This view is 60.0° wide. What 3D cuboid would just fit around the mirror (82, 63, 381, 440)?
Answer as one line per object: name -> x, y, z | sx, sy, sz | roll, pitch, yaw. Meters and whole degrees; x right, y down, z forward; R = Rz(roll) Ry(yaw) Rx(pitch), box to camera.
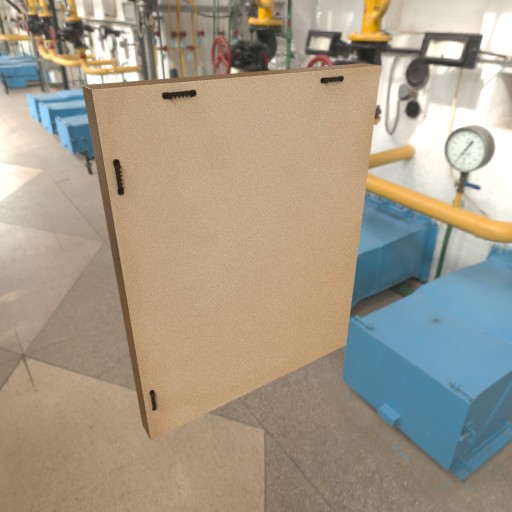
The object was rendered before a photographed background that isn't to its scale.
mirror -> 0.000, 0.000, 0.664 | 0.405, 0.508, 0.041 | -18, 33, -29
